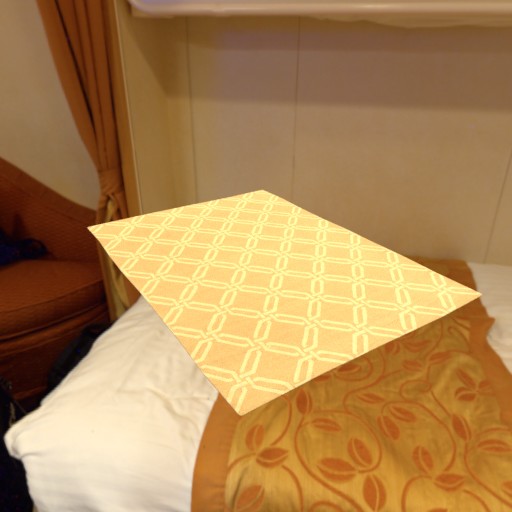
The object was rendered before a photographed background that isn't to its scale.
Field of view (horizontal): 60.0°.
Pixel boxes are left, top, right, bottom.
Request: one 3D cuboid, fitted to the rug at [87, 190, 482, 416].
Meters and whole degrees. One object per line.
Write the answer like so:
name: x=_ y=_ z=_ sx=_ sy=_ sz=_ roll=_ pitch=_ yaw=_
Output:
rug: x=0.000 y=0.000 z=4.418 sx=2.452 sy=0.020 sz=3.365 roll=-17 pitch=31 yaw=-29
